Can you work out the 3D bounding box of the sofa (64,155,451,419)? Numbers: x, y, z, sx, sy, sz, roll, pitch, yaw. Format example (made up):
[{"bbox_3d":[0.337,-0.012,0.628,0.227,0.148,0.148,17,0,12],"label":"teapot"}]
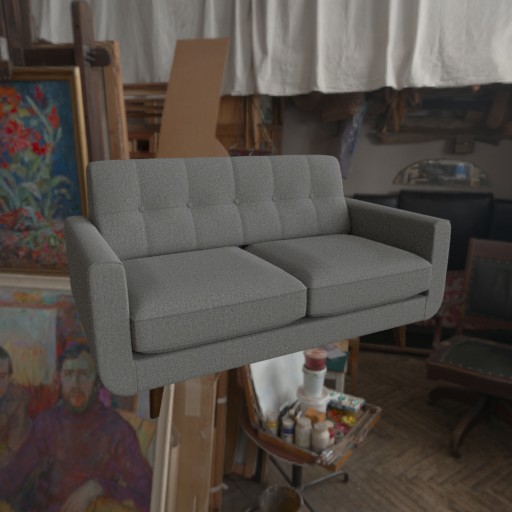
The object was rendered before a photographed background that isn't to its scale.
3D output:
[{"bbox_3d":[0.000,0.000,2.174,1.651,0.925,0.952,-8,17,-26],"label":"sofa"}]
